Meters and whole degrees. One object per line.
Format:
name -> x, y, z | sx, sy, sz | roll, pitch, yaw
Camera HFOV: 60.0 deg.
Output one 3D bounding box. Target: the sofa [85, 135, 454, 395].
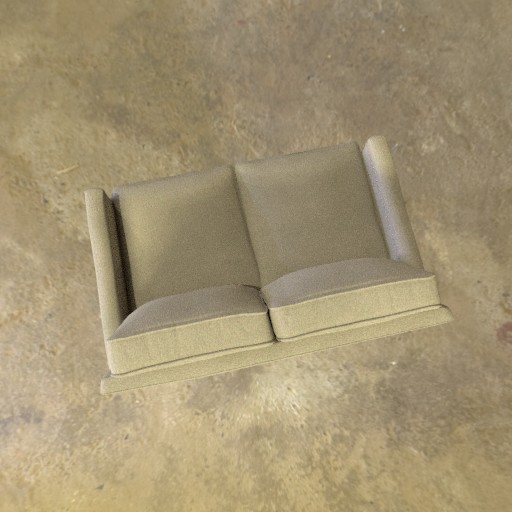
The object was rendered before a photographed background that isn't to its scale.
sofa -> 0.000, 0.000, 2.293 | 1.597, 1.003, 1.084 | -11, 76, -3
